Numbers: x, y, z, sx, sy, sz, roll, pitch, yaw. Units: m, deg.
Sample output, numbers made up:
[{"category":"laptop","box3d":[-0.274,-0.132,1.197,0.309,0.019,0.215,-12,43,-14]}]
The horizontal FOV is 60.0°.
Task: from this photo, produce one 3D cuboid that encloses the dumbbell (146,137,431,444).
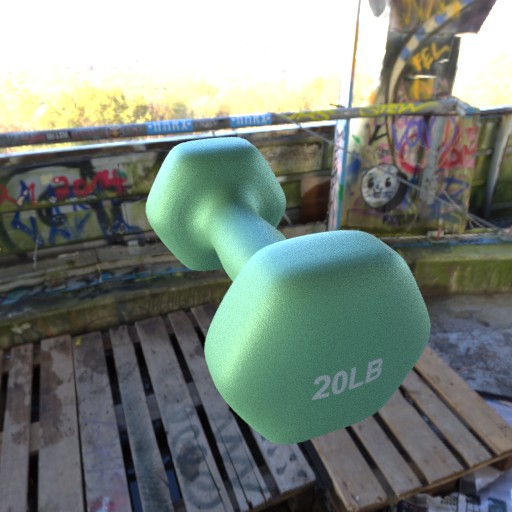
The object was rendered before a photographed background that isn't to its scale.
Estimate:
[{"category":"dumbbell","box3d":[0.000,0.000,0.325,0.129,0.117,0.260,-10,32,-18]}]
